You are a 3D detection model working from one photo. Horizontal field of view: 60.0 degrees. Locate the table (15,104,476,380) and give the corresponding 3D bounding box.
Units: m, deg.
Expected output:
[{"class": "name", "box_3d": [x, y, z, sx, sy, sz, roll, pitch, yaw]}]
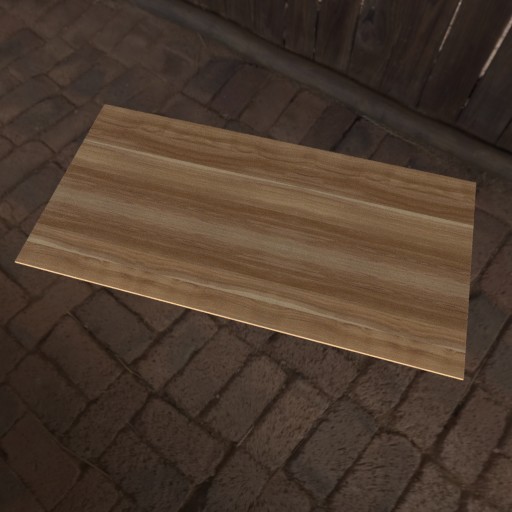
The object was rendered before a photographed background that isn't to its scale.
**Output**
[{"class": "table", "box_3d": [0.000, 0.000, 2.455, 2.000, 0.770, 1.000, 14, 64, 7]}]
